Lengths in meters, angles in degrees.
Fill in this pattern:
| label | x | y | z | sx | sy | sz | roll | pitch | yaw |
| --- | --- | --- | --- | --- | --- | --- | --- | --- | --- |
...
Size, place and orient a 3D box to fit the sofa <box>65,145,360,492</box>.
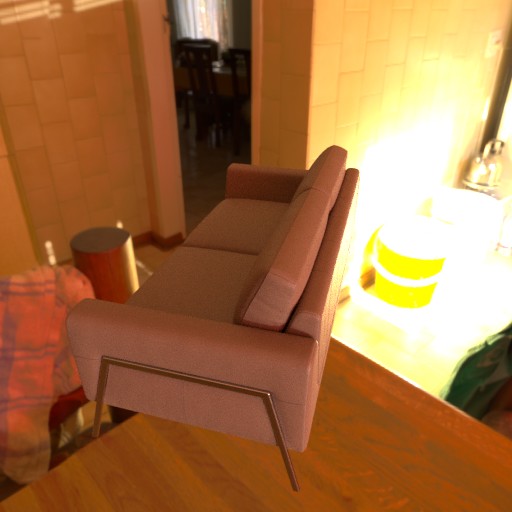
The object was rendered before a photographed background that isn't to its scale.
| label | x | y | z | sx | sy | sz | roll | pitch | yaw |
| --- | --- | --- | --- | --- | --- | --- | --- | --- | --- |
| sofa | 0.000 | 0.000 | 2.465 | 0.953 | 0.875 | 2.017 | 8 | 30 | 14 |
